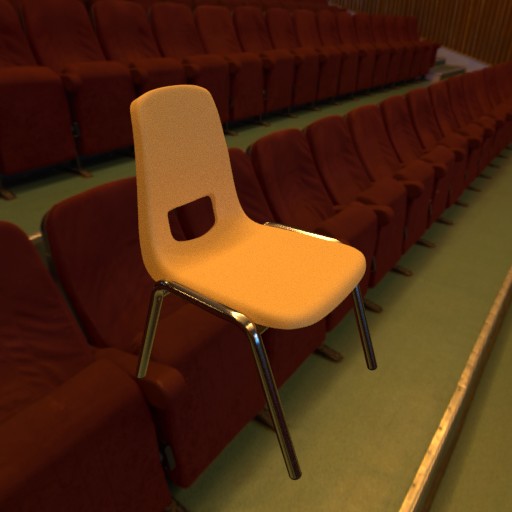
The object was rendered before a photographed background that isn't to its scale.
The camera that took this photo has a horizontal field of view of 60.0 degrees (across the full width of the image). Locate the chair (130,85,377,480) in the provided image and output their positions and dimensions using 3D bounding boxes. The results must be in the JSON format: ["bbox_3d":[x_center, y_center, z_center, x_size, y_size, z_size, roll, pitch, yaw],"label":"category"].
[{"bbox_3d":[0.000,0.000,0.845,0.423,0.586,0.354,18,32,31],"label":"chair"}]
